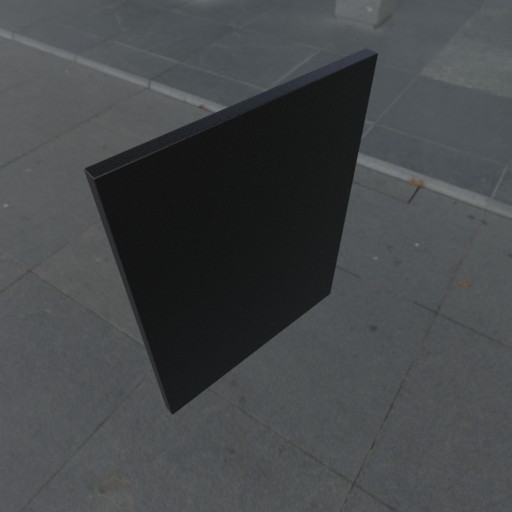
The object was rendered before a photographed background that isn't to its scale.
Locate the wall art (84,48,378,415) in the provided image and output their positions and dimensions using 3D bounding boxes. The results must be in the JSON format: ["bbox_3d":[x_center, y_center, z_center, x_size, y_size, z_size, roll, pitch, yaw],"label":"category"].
[{"bbox_3d":[0.000,0.000,1.594,0.950,1.194,0.053,-33,55,-27],"label":"wall art"}]
